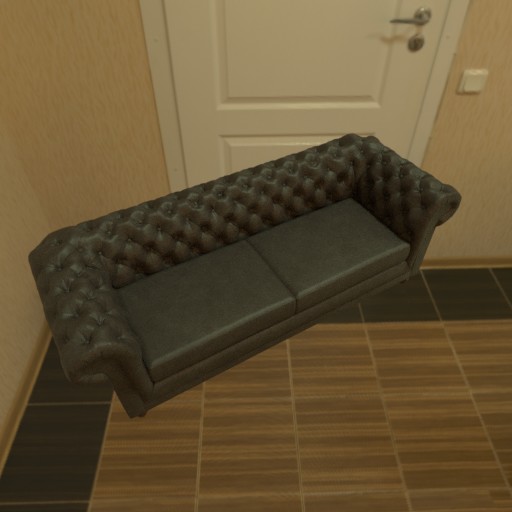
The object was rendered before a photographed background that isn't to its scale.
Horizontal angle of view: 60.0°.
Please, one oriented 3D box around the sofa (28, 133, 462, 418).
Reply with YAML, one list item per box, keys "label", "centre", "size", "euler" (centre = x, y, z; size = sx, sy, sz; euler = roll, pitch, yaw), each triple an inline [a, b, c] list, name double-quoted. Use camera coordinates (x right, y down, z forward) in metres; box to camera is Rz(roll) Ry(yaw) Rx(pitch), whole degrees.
- label: "sofa"
  centre: [0.000, 0.000, 2.737]
  size: [2.385, 0.783, 0.944]
  euler: [-23, 49, -21]
